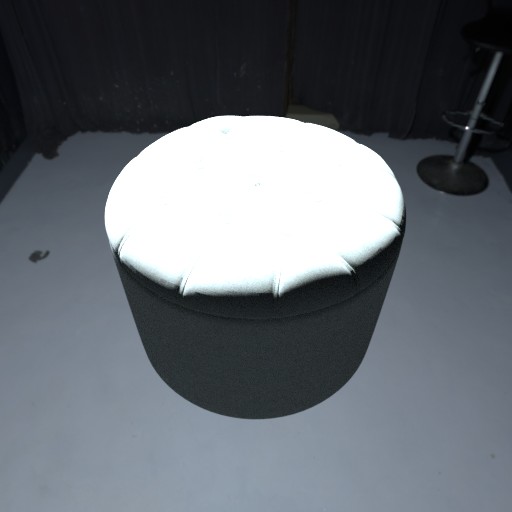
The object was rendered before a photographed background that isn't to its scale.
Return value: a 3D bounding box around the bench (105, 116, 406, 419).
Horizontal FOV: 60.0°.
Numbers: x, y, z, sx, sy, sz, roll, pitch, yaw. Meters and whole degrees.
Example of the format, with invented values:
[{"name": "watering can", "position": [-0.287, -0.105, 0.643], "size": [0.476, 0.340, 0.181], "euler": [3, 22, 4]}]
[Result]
[{"name": "bench", "position": [0.000, 0.000, 1.024], "size": [0.600, 0.453, 0.600], "euler": [0, 46, 0]}]
